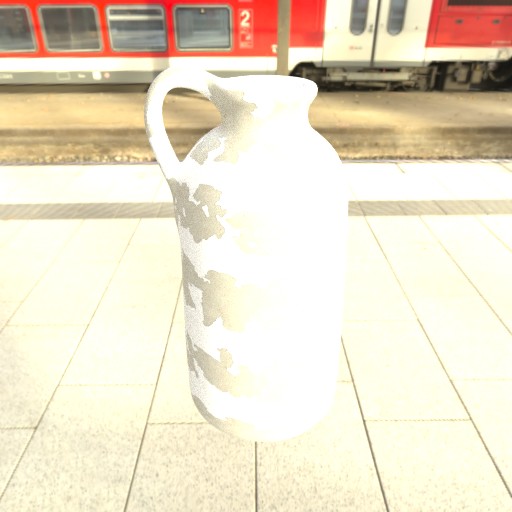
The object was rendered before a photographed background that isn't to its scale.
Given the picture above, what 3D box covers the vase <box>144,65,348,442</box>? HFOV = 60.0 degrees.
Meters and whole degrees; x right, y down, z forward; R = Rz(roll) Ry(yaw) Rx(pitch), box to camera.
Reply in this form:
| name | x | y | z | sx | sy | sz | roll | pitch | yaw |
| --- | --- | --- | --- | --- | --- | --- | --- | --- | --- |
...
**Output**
| name | x | y | z | sx | sy | sz | roll | pitch | yaw |
| --- | --- | --- | --- | --- | --- | --- | --- | --- | --- |
| vase | 0.000 | 0.000 | 0.479 | 0.203 | 0.382 | 0.186 | -1 | 30 | -2 |
